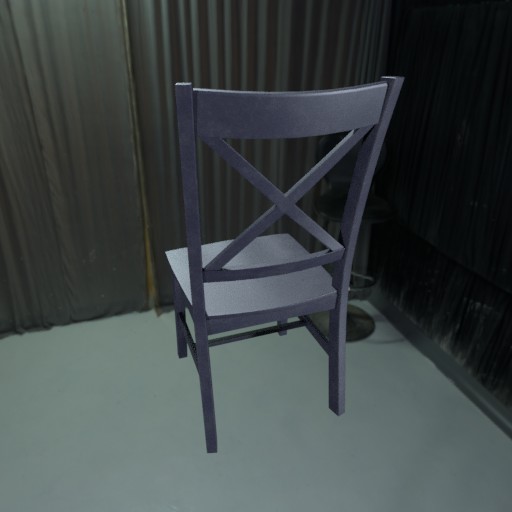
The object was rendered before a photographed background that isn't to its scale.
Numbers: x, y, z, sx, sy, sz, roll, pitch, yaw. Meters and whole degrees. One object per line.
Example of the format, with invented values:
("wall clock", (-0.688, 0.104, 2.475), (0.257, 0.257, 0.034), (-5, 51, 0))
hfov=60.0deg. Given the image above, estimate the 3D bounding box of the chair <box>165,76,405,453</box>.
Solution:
("chair", (0.000, 0.000, 1.281), (0.485, 0.983, 0.542), (-9, 28, -18))
